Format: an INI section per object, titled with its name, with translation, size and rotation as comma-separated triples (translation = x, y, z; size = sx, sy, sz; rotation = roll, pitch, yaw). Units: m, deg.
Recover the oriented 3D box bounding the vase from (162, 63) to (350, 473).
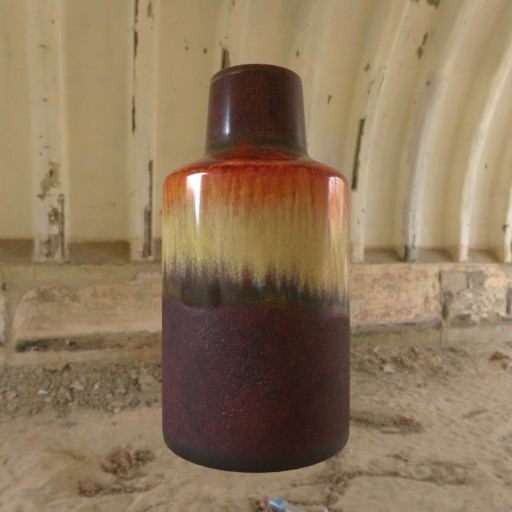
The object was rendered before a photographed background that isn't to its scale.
[vase]
translation = 0.000, 0.000, 0.260
size = 0.108, 0.204, 0.108
rotation = 0, 0, 0
